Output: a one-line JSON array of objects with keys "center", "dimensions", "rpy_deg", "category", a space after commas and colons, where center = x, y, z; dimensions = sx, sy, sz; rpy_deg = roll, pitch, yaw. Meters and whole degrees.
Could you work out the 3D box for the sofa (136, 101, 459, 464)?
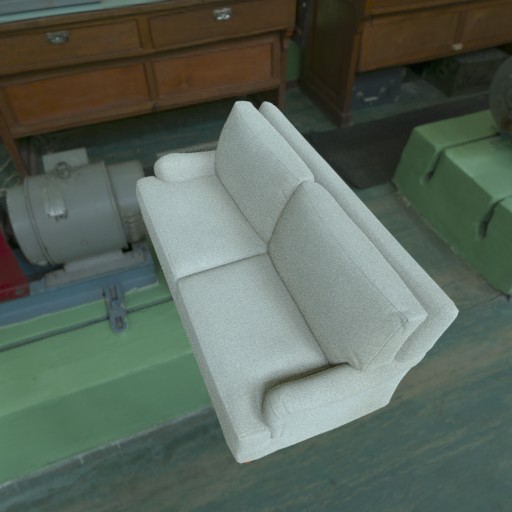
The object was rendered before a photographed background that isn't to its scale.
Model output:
[{"center": [0.000, 0.000, 2.701], "dimensions": [1.091, 0.997, 2.070], "rpy_deg": [-17, 50, -15], "category": "sofa"}]
